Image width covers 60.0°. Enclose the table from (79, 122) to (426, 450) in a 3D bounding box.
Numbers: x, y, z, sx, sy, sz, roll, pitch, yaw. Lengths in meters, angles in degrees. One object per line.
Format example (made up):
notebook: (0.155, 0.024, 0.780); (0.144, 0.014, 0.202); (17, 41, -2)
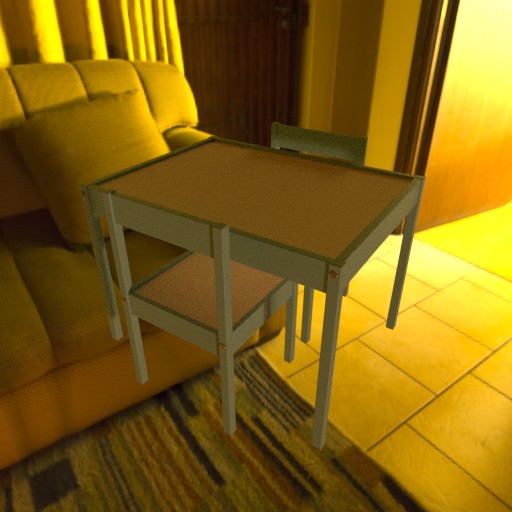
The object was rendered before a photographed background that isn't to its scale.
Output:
table: (0.000, 0.000, 1.123); (0.639, 0.503, 0.633); (19, 35, 28)
